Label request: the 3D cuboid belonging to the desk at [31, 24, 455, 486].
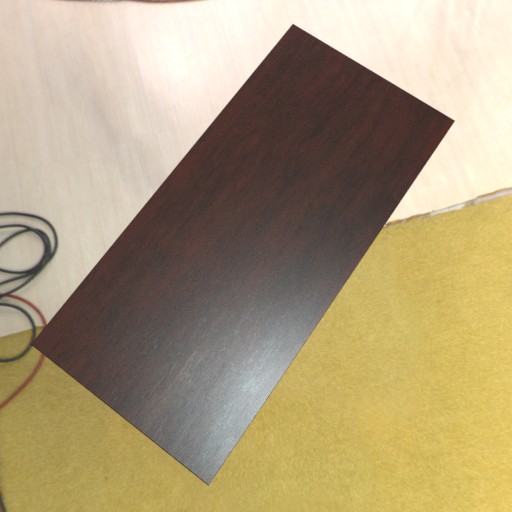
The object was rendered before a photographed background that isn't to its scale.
[{"bbox_3d":[0.000,0.000,1.666,0.612,0.758,1.277,35,79,8],"label":"desk"}]
